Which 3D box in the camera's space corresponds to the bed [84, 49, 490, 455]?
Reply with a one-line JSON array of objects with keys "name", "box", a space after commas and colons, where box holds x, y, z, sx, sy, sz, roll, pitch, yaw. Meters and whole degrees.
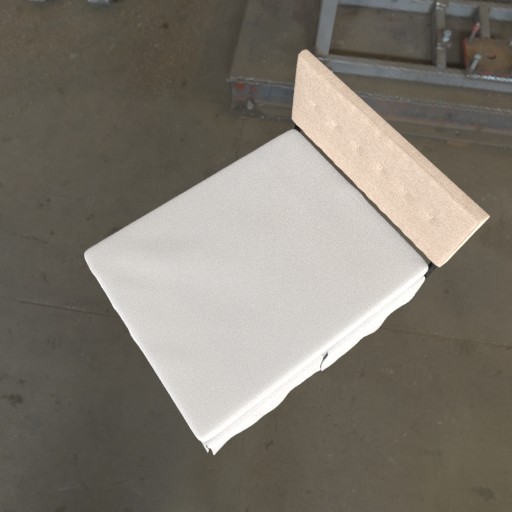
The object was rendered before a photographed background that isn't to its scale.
[{"name": "bed", "box": [0.000, 0.000, 2.982, 1.978, 1.270, 1.643, -34, 69, -14]}]
